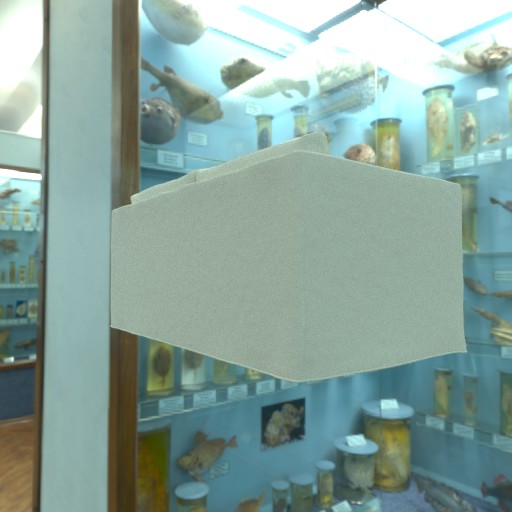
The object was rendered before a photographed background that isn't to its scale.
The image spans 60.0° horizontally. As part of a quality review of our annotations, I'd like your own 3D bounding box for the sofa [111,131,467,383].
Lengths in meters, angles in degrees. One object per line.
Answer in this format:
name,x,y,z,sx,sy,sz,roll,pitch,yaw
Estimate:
sofa,0.000,0.000,2.291,0.962,0.834,1.746,1,-2,-37
